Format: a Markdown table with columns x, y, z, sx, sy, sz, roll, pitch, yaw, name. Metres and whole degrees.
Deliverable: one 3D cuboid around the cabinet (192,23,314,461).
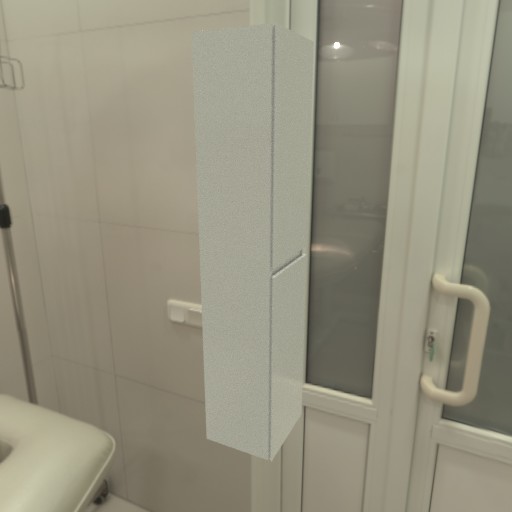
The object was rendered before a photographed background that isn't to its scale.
| x | y | z | sx | sy | sz | roll | pitch | yaw | name |
| --- | --- | --- | --- | --- | --- | --- | --- | --- | --- |
| 0.000 | 0.000 | 1.556 | 0.270 | 1.400 | 0.300 | 8 | 18 | 25 | cabinet |
